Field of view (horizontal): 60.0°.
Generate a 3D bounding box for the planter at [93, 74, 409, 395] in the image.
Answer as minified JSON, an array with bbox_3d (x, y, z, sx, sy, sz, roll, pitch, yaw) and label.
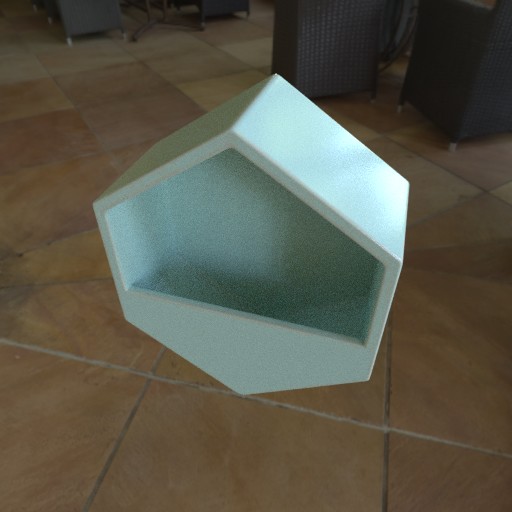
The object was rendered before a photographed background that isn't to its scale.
[{"bbox_3d":[0.000,0.000,0.288,0.169,0.207,0.078,11,42,13],"label":"planter"}]
